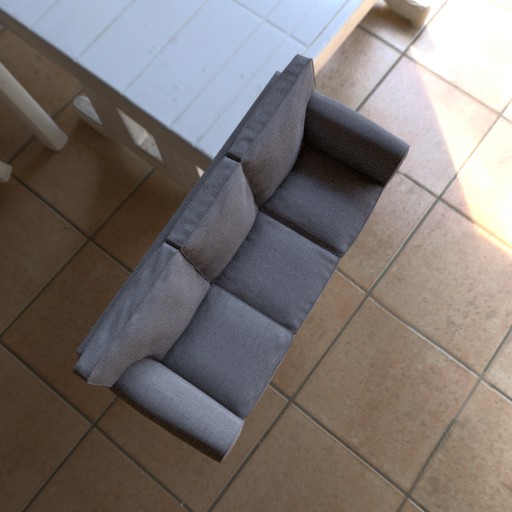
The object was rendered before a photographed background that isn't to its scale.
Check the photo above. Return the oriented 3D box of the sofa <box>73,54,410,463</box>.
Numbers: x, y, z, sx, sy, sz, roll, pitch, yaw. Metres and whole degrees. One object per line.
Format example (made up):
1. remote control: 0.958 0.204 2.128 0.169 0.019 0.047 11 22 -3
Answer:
1. sofa: 0.000 0.000 2.611 0.916 0.961 2.084 31 78 8
